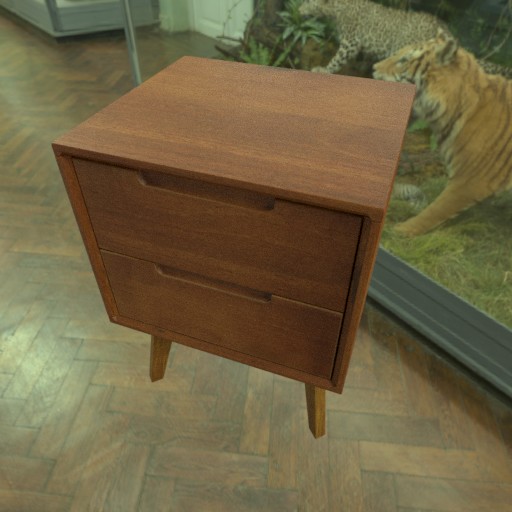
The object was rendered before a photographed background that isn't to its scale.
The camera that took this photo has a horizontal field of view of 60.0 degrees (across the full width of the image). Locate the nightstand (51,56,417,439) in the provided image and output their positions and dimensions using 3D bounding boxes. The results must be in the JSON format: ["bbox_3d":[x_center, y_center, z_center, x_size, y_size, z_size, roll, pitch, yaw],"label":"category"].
[{"bbox_3d":[0.000,0.000,0.906,0.460,0.618,0.411,14,43,15],"label":"nightstand"}]
